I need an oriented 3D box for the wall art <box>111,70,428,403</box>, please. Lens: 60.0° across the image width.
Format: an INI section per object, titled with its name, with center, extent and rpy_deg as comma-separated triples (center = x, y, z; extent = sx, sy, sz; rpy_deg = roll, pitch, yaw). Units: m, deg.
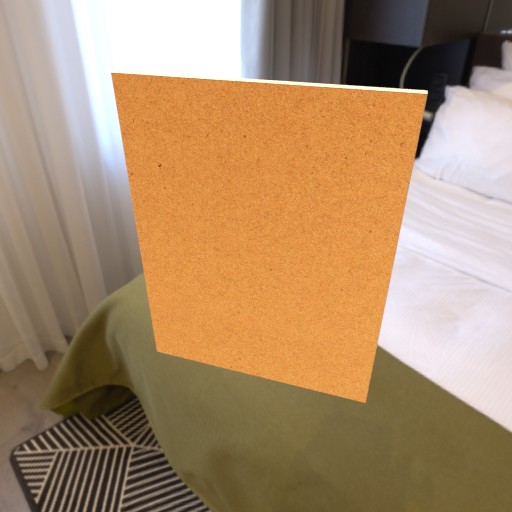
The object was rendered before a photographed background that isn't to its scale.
[wall art]
center = 0.000, 0.000, 0.819
extent = 0.481, 0.613, 0.020
rpy_deg = 10, 34, 15
